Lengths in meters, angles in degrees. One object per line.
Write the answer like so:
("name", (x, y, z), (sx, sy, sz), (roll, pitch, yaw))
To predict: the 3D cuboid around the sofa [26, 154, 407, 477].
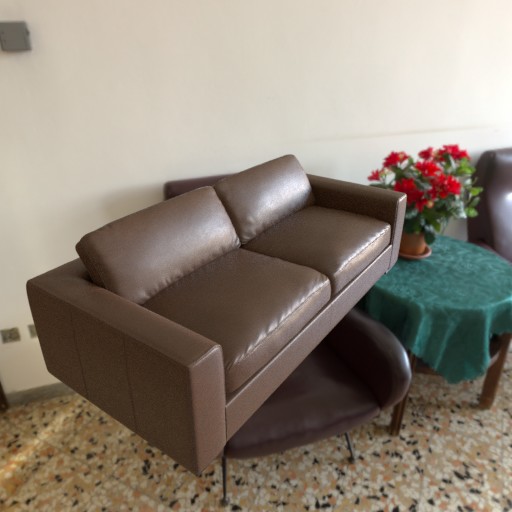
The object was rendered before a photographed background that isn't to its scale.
("sofa", (0.000, 0.000, 2.667), (1.070, 0.801, 2.262), (18, 32, 31))
